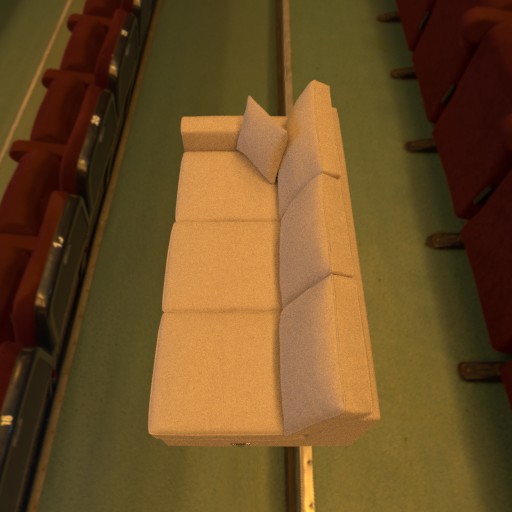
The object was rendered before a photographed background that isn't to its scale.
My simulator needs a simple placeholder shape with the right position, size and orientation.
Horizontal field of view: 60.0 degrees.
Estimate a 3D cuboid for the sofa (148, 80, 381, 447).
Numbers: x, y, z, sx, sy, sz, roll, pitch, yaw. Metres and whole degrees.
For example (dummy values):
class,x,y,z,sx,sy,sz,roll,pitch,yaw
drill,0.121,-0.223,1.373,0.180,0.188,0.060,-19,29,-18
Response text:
class,x,y,z,sx,sy,sz,roll,pitch,yaw
sofa,0.000,0.000,2.554,1.034,0.946,1.962,0,59,0
